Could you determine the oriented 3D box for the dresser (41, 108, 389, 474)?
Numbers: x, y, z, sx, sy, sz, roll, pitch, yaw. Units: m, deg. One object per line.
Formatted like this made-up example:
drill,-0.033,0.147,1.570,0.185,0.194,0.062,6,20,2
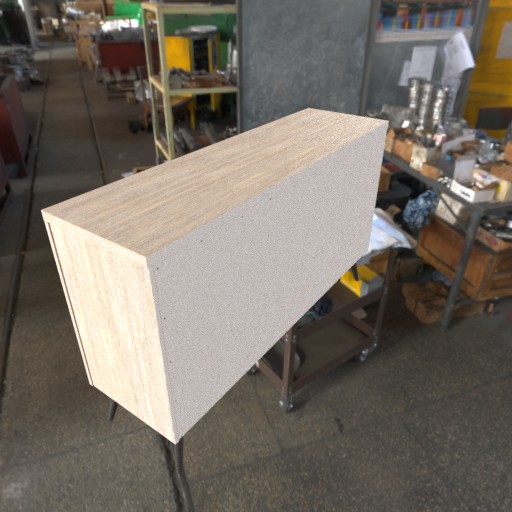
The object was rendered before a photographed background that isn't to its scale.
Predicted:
dresser,0.000,0.000,1.933,0.457,0.914,1.524,21,37,30
